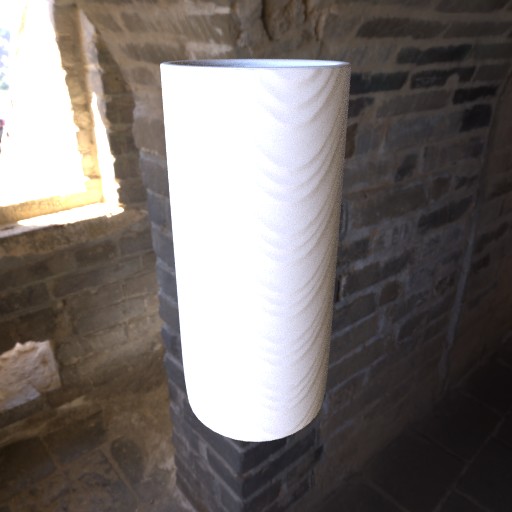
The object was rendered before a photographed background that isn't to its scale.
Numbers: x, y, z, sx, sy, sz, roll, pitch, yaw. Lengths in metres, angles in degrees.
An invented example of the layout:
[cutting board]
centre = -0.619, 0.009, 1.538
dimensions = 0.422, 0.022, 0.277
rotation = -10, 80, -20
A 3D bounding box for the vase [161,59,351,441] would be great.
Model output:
[vase]
centre = 0.000, 0.000, 0.394
dimensions = 0.143, 0.316, 0.143
rotation = 0, 26, 0
